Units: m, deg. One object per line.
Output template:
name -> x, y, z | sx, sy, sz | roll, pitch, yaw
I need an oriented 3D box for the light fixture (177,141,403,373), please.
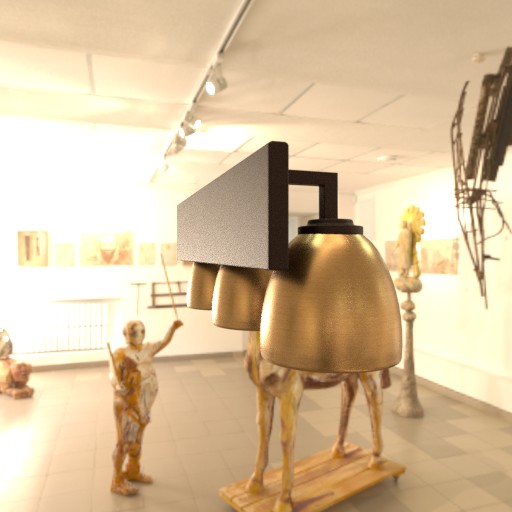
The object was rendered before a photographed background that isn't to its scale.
light fixture -> 0.000, 0.000, 0.664 | 0.157, 0.204, 0.582 | 0, 1, -18
